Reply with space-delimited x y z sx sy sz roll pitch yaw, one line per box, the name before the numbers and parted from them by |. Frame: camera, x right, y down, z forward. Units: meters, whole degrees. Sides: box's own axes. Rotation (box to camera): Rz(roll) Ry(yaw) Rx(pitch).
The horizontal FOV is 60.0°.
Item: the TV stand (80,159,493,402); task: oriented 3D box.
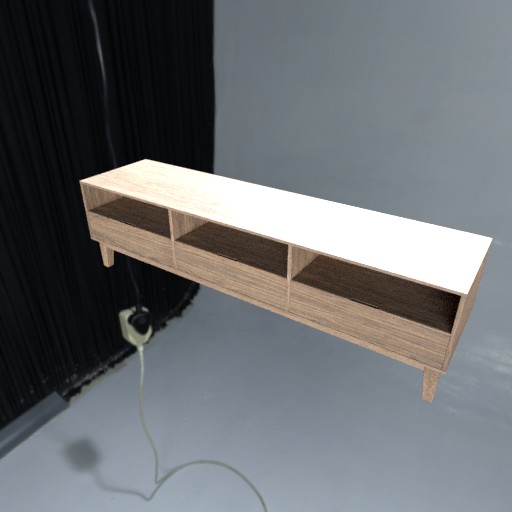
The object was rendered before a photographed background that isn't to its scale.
TV stand | 0.000 0.000 1.671 1.482 0.409 0.366 18 34 29
